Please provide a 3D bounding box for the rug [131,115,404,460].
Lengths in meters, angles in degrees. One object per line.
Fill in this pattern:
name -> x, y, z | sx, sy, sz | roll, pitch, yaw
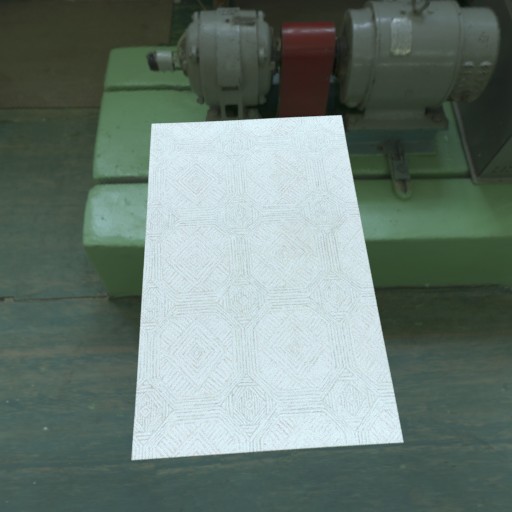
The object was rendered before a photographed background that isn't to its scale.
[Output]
rug -> 0.000, 0.000, 3.010 | 1.524, 0.008, 2.440 | -3, 64, -1
